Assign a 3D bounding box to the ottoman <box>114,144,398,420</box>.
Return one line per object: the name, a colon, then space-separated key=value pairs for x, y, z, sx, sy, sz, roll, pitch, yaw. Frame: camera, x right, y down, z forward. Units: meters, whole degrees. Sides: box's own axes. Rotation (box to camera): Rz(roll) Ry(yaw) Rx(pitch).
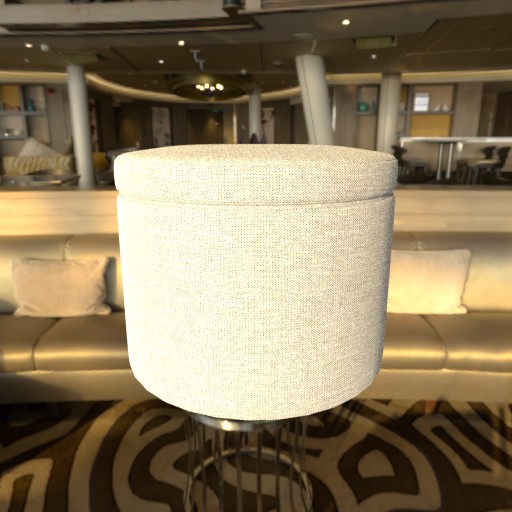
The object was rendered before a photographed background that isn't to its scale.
ottoman: x=0.000 y=0.000 z=0.860 sx=0.500 sy=0.419 sz=0.500 roll=0 pitch=15 yaw=0
